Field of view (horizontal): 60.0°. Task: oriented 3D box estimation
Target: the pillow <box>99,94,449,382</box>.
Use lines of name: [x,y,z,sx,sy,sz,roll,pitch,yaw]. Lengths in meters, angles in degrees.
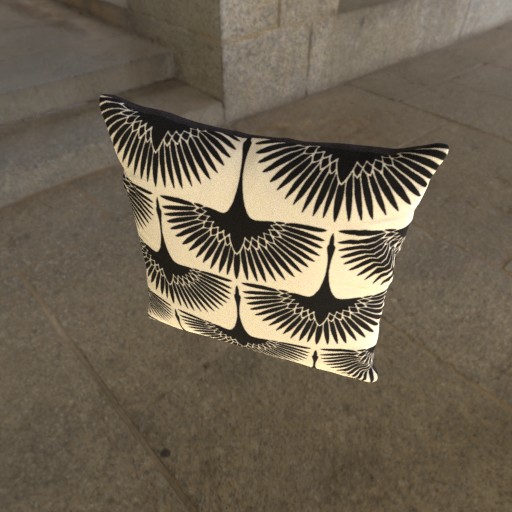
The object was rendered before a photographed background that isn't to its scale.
pillow: [0.000,0.000,0.659,0.432,0.432,0.139,13,43,14]
